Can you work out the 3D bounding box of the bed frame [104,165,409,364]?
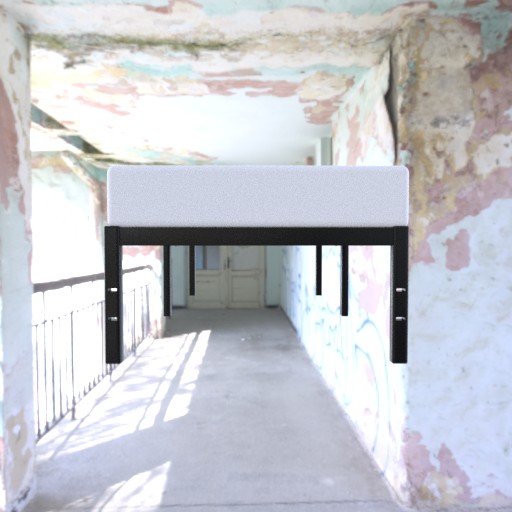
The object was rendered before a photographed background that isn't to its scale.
[{"bbox_3d":[0.000,0.000,2.433,1.023,0.659,1.950,0,2,0],"label":"bed frame"}]
